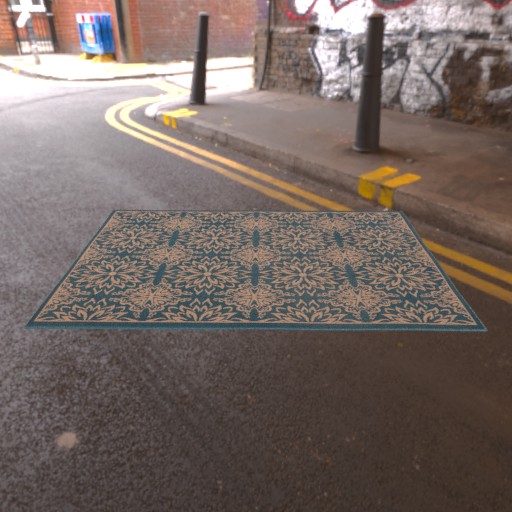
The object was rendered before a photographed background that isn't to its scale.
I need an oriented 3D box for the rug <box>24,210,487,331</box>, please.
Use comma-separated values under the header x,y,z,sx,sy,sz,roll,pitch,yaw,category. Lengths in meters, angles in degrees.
x,y,z,sx,sy,sz,roll,pitch,yaw,category
0.000,0.000,2.279,1.833,0.012,1.211,0,28,0,rug
